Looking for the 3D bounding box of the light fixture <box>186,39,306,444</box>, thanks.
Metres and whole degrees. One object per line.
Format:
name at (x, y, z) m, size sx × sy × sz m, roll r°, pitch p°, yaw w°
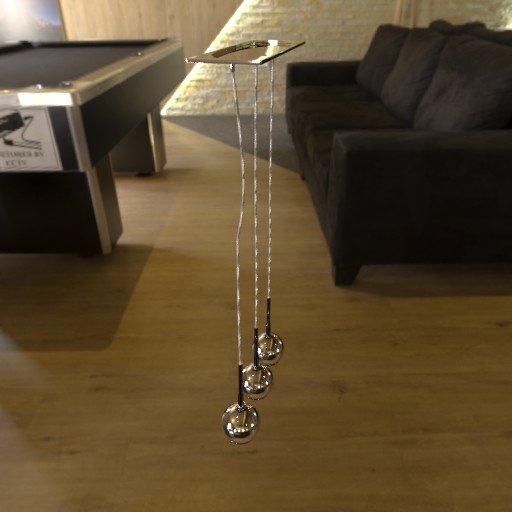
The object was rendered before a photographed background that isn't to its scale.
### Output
light fixture at (0.000, 0.000, 1.653) m, size 0.188 × 1.408 × 0.623 m, roll 8°, pitch 31°, yaw 13°
